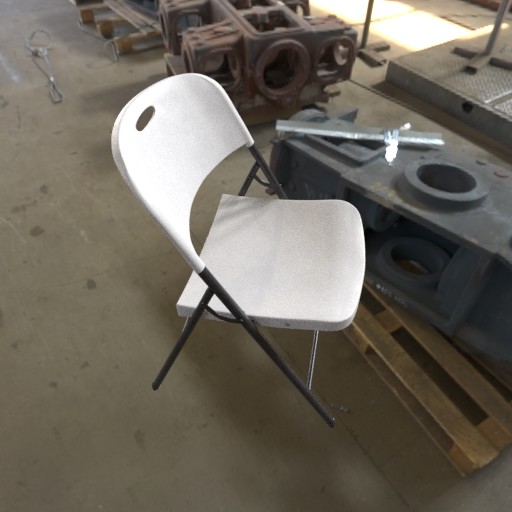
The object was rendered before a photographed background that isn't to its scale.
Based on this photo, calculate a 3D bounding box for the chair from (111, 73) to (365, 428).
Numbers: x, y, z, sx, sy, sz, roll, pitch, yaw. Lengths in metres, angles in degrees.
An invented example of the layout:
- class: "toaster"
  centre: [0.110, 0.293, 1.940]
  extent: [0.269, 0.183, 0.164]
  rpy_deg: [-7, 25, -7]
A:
- class: "chair"
  centre: [0.000, 0.000, 1.179]
  extent: [0.566, 0.810, 0.494]
  rpy_deg: [9, 48, 8]
